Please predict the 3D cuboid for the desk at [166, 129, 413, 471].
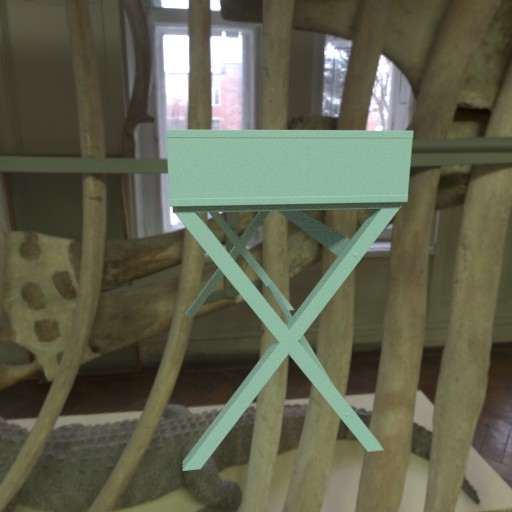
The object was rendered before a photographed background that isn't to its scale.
[{"bbox_3d":[0.000,0.000,1.486,0.509,0.780,1.059,-2,14,-8],"label":"desk"}]
